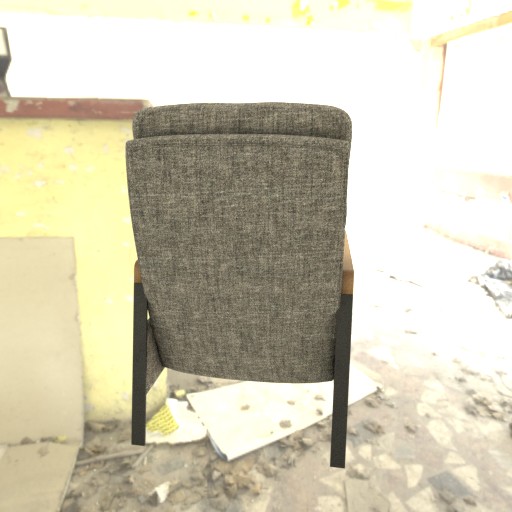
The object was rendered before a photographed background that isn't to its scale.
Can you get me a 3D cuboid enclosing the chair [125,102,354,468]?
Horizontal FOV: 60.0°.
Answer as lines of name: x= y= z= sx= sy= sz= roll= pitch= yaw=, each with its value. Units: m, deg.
chair: x=0.000 y=0.000 z=1.635 sx=0.671 sy=1.042 sz=0.868 roll=2 pitch=16 yaw=9
